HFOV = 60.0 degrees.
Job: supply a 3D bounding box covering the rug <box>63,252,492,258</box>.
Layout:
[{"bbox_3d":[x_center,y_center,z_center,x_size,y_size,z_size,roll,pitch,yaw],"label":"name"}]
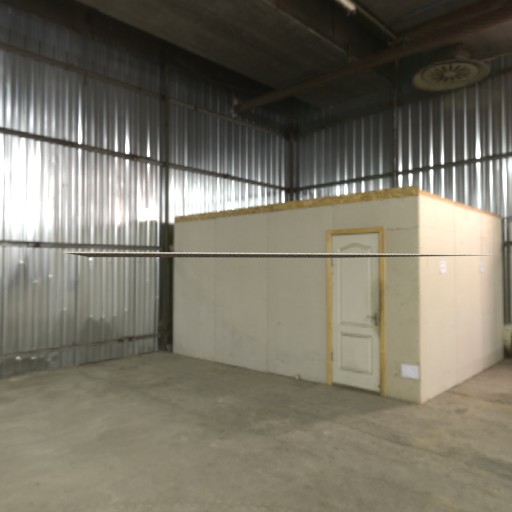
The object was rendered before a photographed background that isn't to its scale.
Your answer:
[{"bbox_3d":[0.000,0.000,4.096,3.045,0.008,2.421,0,-1,-18],"label":"rug"}]
